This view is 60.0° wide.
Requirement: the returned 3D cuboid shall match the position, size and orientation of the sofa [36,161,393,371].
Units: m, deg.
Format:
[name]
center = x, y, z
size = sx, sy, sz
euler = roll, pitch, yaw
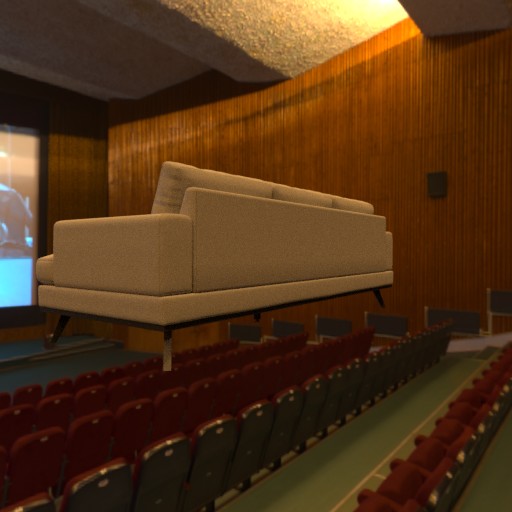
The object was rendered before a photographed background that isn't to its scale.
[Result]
[sofa]
center = 0.000, 0.000, 2.751
size = 0.920, 0.810, 2.310
euler = 1, 1, 37
